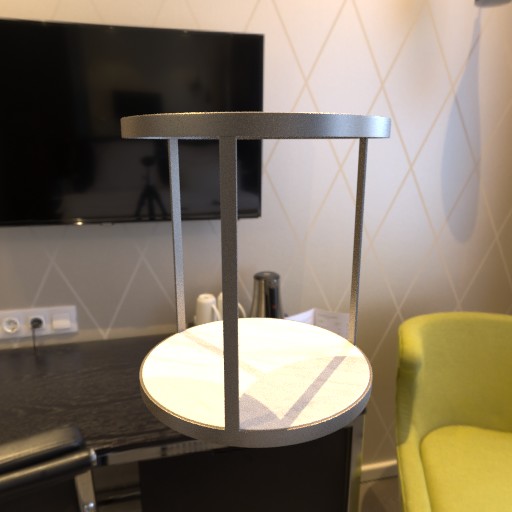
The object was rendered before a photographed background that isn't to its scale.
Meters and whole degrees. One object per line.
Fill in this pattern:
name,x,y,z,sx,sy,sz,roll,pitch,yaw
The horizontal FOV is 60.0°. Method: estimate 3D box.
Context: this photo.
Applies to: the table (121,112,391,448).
table,0.000,0.000,0.819,0.445,0.479,0.445,0,14,0
